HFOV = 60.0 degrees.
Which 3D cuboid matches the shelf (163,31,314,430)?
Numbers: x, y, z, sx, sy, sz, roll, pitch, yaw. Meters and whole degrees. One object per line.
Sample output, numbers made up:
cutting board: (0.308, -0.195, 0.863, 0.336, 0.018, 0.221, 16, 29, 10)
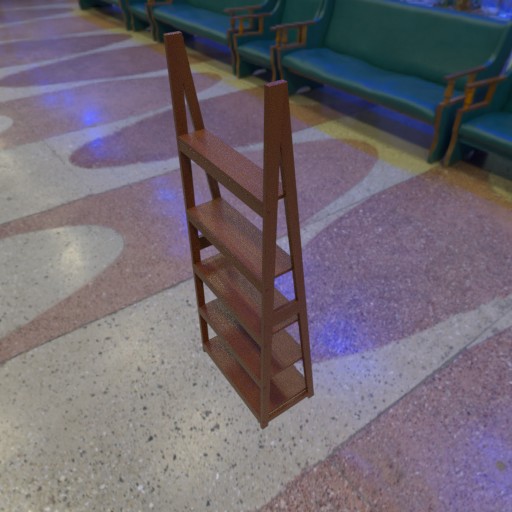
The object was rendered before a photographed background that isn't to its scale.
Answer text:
shelf: (0.000, 0.000, 2.011, 0.356, 1.780, 0.630, -24, 46, -26)
